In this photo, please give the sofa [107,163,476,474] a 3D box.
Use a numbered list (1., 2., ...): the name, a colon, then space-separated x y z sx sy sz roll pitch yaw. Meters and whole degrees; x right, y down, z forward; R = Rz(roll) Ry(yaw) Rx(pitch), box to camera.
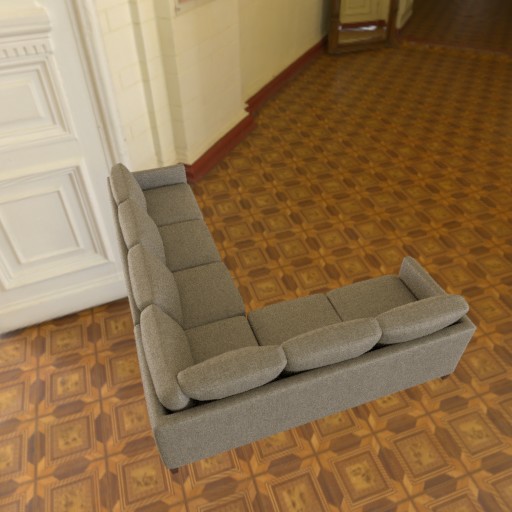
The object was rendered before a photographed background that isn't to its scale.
1. sofa: 0.000 0.000 4.464 2.593 0.947 3.302 -13 44 -14
